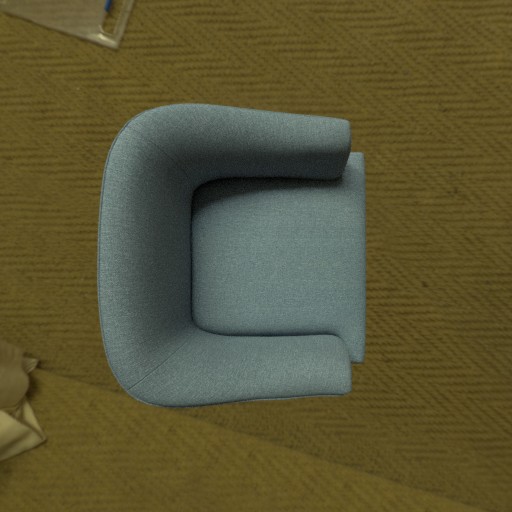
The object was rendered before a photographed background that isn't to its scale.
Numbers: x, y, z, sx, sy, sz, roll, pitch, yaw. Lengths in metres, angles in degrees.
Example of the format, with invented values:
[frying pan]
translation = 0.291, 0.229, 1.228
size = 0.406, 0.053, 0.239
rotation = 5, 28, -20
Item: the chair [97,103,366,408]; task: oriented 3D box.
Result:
[chair]
translation = 0.000, 0.000, 1.395
size = 0.704, 0.815, 0.772
rotation = 0, 90, 1
